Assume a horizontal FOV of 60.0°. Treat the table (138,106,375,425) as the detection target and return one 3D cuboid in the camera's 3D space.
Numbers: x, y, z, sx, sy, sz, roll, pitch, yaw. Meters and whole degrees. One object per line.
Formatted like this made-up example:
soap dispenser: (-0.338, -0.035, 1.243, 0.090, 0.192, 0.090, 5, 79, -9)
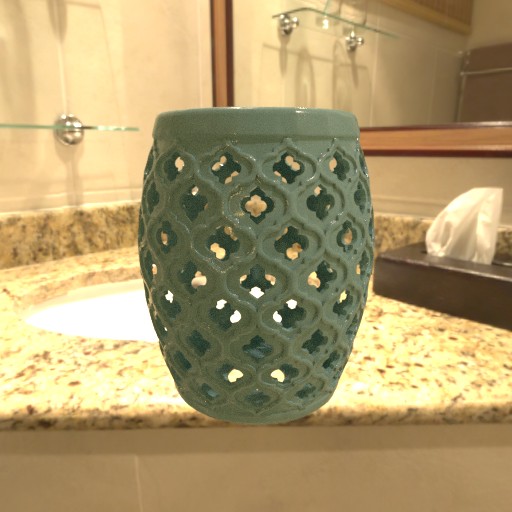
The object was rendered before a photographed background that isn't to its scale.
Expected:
table: (0.000, 0.000, 0.635, 0.325, 0.388, 0.325, 0, 14, 0)
